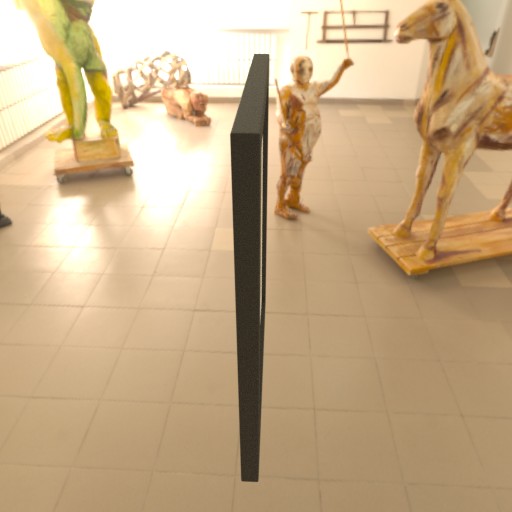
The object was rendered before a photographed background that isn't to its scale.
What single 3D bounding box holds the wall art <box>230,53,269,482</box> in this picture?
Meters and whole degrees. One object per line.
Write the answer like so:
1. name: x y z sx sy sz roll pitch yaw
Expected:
1. wall art: 0.000 0.000 0.743 0.028 0.558 0.457 1 33 2
